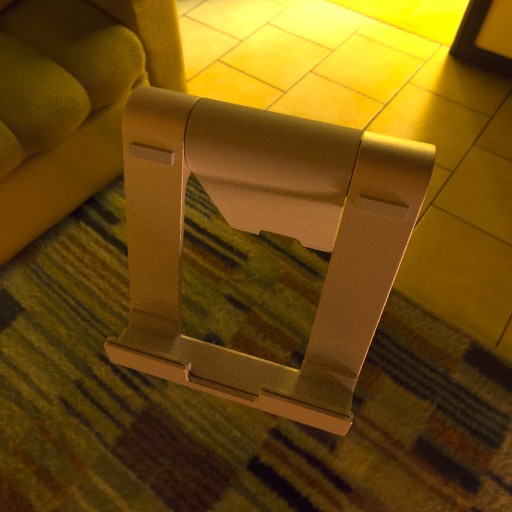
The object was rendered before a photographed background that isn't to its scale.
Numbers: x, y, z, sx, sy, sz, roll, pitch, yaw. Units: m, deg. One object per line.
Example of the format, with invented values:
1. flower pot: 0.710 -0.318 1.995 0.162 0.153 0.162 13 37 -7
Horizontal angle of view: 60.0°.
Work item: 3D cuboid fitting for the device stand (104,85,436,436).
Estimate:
1. device stand: 0.000 0.000 0.147 0.086 0.084 0.079 15 59 9
